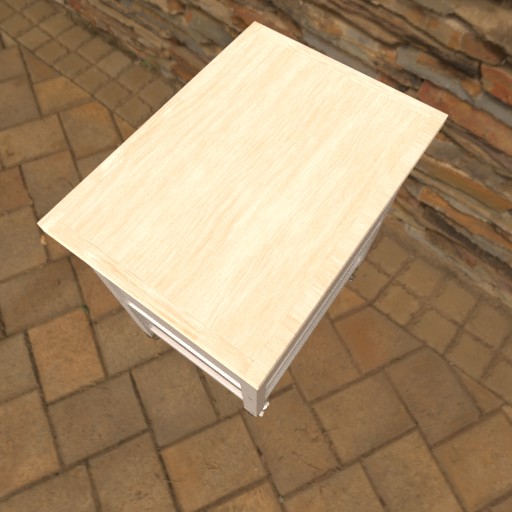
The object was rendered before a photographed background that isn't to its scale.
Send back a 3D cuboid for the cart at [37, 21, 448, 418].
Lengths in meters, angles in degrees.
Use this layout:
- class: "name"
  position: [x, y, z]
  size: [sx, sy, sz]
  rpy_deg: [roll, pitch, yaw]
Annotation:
- class: "cart"
  position: [0.000, 0.000, 1.383]
  size: [0.559, 0.914, 0.762]
  rpy_deg: [33, 69, 15]
